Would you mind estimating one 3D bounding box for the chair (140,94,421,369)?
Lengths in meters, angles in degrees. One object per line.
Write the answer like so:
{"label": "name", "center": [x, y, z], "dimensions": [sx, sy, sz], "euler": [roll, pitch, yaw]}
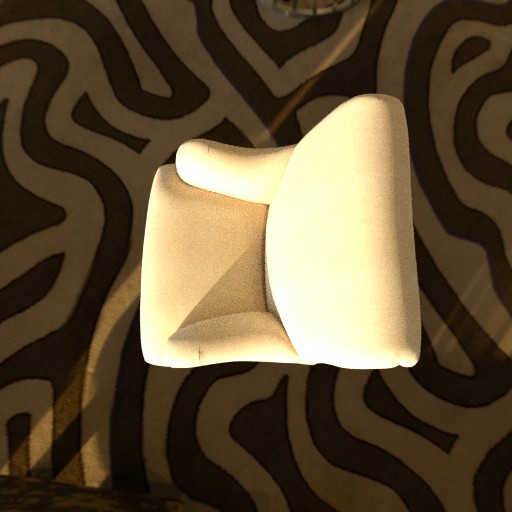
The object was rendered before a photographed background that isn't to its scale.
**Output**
{"label": "chair", "center": [0.000, 0.000, 1.558], "dimensions": [0.842, 0.944, 0.766], "euler": [1, 77, 0]}
